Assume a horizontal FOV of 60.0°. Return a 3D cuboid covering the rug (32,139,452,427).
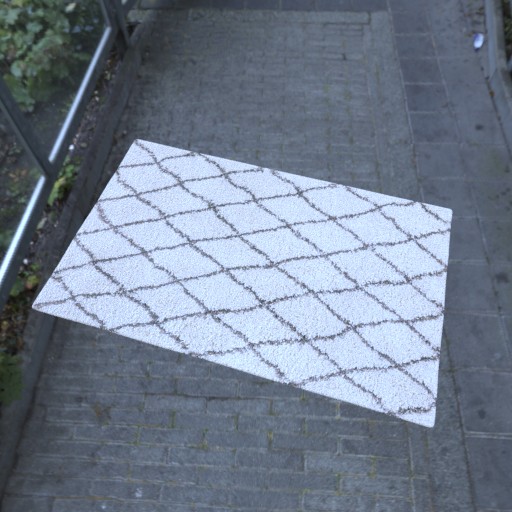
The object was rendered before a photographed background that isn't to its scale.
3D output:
[{"bbox_3d":[0.000,0.000,2.930,2.438,0.030,1.524,14,59,9],"label":"rug"}]
